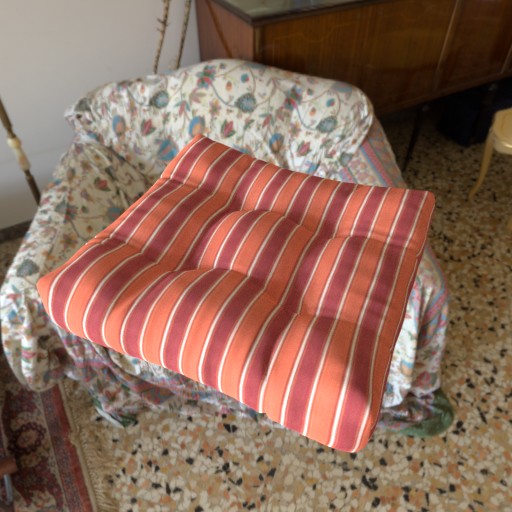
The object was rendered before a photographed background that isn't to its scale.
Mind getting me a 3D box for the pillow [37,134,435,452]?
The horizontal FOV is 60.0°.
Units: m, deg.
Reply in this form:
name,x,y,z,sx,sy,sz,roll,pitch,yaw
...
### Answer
name,x,y,z,sx,sy,sz,roll,pitch,yaw
pillow,0.000,0.000,0.714,0.490,0.133,0.468,18,48,17
